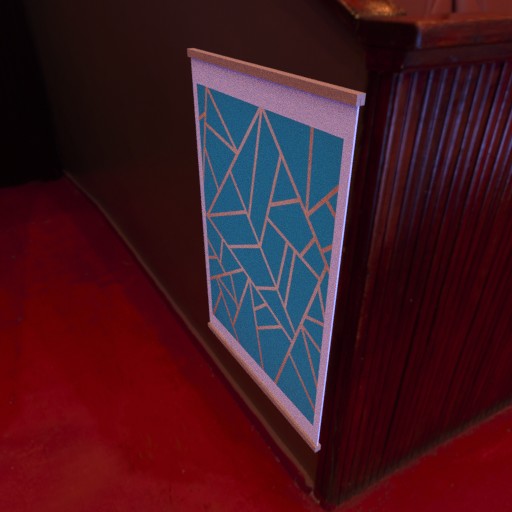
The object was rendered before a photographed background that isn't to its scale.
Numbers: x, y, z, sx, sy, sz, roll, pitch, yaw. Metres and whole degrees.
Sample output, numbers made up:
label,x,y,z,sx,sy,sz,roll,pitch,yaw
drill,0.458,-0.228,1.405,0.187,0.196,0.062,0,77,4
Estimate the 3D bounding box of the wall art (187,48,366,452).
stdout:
label,x,y,z,sx,sy,sz,roll,pitch,yaw
wall art,0.000,0.000,1.903,0.030,1.519,0.990,-20,37,-28
